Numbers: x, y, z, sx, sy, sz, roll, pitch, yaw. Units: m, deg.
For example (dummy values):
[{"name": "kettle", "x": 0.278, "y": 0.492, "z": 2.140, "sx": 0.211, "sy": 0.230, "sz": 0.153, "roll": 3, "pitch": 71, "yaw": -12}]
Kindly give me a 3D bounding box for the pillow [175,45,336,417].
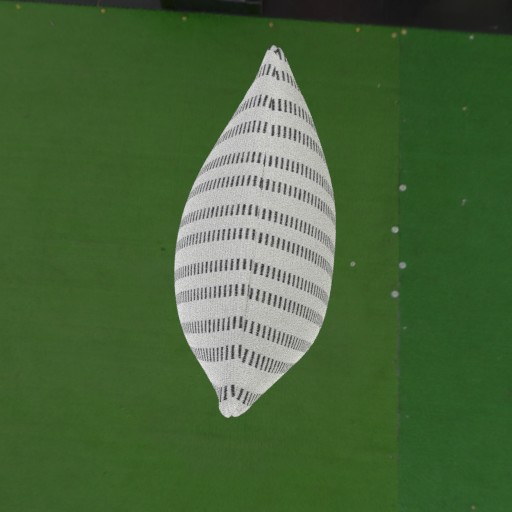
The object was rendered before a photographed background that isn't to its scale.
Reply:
[{"name": "pillow", "x": 0.000, "y": 0.000, "z": 0.689, "sx": 0.247, "sy": 0.419, "sz": 0.438, "roll": 7, "pitch": 78, "yaw": 1}]
